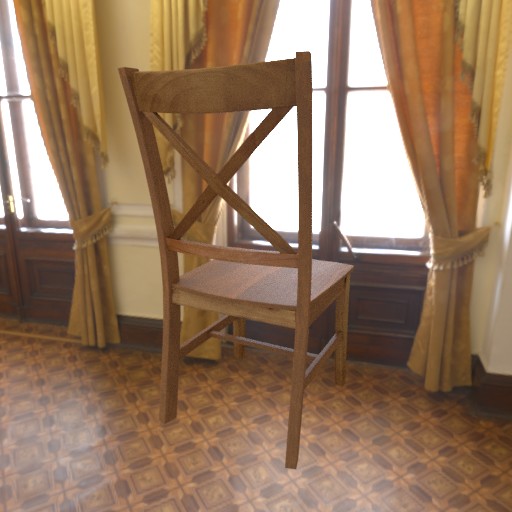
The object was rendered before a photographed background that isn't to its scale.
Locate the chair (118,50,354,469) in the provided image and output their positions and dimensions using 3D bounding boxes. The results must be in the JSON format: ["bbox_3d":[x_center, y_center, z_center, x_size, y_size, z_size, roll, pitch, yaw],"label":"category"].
[{"bbox_3d":[0.000,0.000,1.285,0.485,0.983,0.542,8,17,26],"label":"chair"}]
